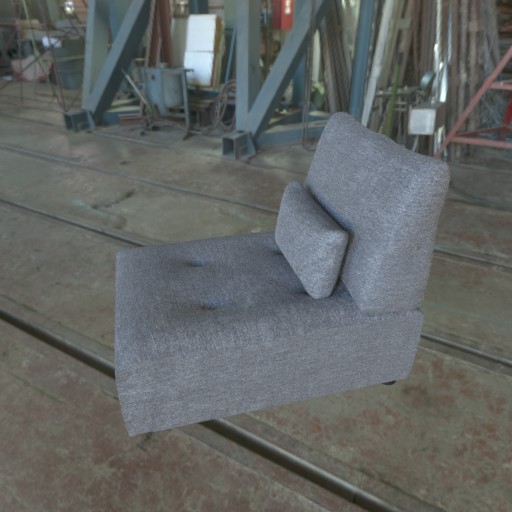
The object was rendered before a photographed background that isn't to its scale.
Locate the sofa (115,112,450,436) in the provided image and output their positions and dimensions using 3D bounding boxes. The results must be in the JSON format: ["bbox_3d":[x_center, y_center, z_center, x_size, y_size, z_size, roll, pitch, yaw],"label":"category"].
[{"bbox_3d":[0.000,0.000,1.574,1.000,0.820,0.700,-8,31,-13],"label":"sofa"}]
